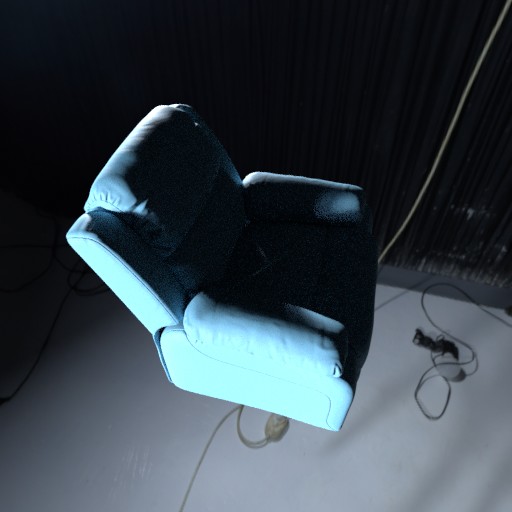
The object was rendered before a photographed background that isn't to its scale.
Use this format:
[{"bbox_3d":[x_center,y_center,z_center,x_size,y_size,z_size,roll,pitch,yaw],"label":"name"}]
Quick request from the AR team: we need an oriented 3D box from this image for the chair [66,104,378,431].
[{"bbox_3d":[0.000,0.000,1.271,0.709,0.702,0.680,10,47,10],"label":"chair"}]
